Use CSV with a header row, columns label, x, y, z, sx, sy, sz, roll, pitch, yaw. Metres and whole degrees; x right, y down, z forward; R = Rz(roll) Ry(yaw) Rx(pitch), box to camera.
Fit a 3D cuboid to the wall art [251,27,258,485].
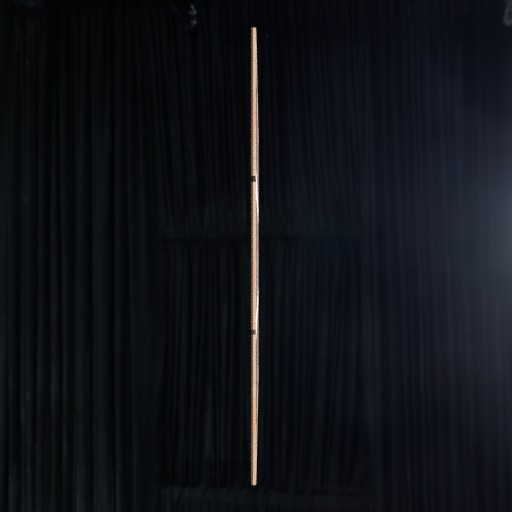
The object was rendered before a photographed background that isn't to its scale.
label,x,y,z,sx,sy,sz,roll,pitch,yaw
wall art,0.000,0.000,1.787,0.013,1.218,1.216,0,0,1
